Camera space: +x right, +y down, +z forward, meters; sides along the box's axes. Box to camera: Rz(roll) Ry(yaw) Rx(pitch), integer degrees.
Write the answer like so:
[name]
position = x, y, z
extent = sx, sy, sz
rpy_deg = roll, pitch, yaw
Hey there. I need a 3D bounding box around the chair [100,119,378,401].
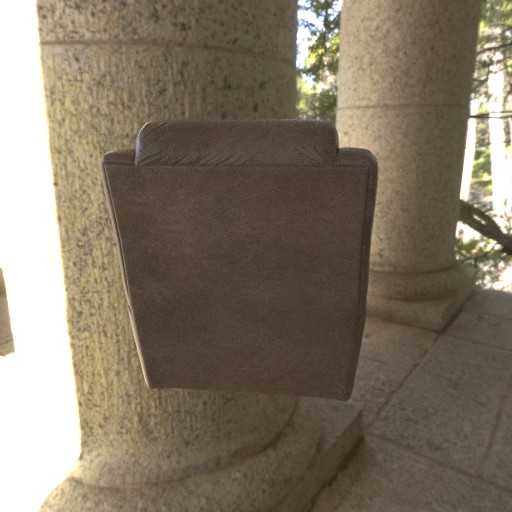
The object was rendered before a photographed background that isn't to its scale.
[chair]
position = 0.000, 0.000, 1.952
extent = 0.967, 1.116, 1.068
rpy_deg = 2, 15, 7
